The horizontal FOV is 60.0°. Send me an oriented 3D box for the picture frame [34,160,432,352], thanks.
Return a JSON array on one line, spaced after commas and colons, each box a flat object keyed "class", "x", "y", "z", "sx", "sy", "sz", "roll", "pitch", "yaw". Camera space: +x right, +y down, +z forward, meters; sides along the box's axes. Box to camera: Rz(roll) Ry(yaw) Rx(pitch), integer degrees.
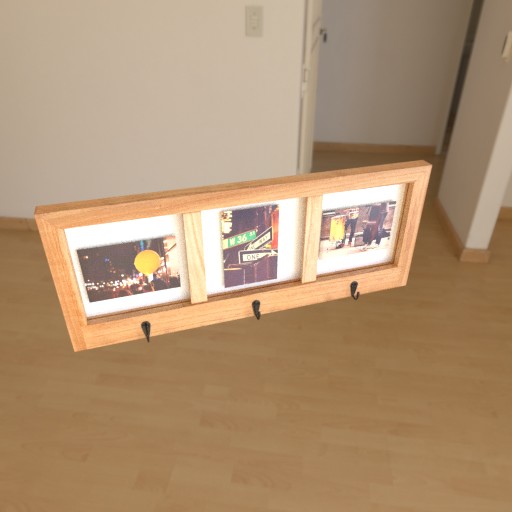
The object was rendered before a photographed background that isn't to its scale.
[{"class": "picture frame", "x": 0.000, "y": 0.000, "z": 0.691, "sx": 0.582, "sy": 0.234, "sz": 0.045, "roll": -9, "pitch": 33, "yaw": -15}]
